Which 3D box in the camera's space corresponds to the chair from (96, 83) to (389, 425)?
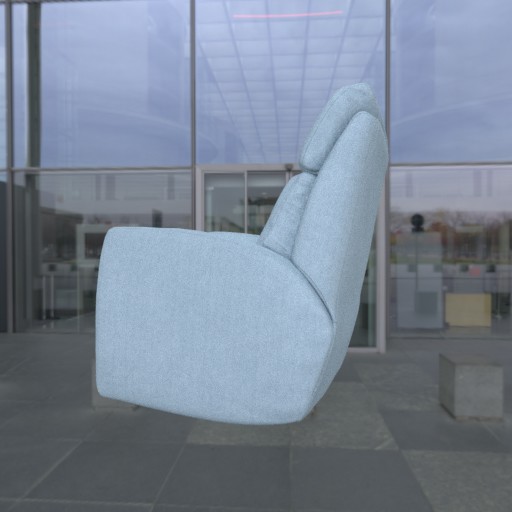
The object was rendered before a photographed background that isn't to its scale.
[{"bbox_3d":[0.000,0.000,1.664,0.940,1.013,0.812,0,1,19],"label":"chair"}]
